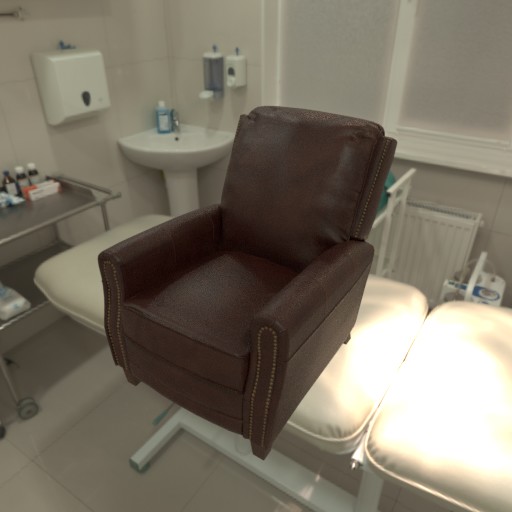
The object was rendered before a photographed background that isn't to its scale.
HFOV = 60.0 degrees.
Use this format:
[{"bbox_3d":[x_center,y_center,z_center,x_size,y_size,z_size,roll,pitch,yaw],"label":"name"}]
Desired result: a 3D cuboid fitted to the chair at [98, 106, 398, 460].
[{"bbox_3d":[0.000,0.000,1.849,0.826,1.022,1.089,19,36,28],"label":"chair"}]
